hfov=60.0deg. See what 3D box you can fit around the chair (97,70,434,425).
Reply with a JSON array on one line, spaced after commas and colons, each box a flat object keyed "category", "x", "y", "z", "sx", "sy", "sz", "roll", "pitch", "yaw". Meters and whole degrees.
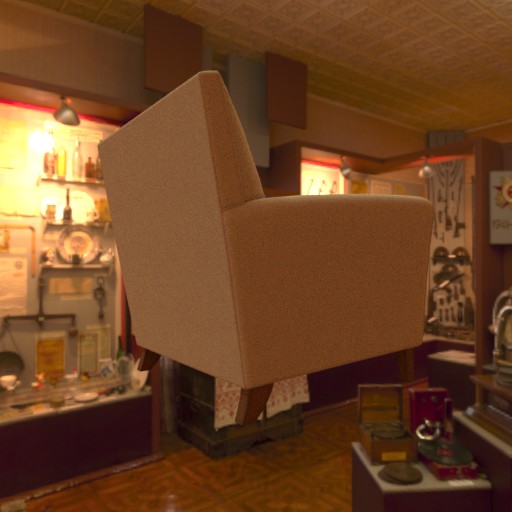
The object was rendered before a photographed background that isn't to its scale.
[{"category": "chair", "x": 0.000, "y": 0.000, "z": 1.549, "sx": 0.871, "sy": 0.846, "sz": 0.840, "roll": 1, "pitch": -1, "yaw": -36}]
